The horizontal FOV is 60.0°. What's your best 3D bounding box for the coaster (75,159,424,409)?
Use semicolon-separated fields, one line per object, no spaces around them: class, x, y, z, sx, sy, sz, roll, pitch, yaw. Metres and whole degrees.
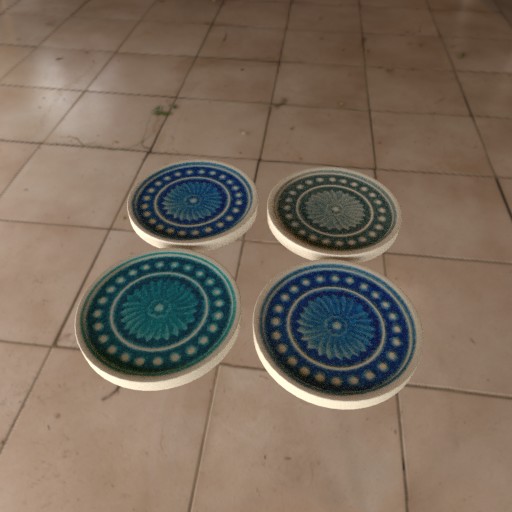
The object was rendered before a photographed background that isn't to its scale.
coaster;0.000;0.000;0.329;0.224;0.010;0.220;4;48;4
